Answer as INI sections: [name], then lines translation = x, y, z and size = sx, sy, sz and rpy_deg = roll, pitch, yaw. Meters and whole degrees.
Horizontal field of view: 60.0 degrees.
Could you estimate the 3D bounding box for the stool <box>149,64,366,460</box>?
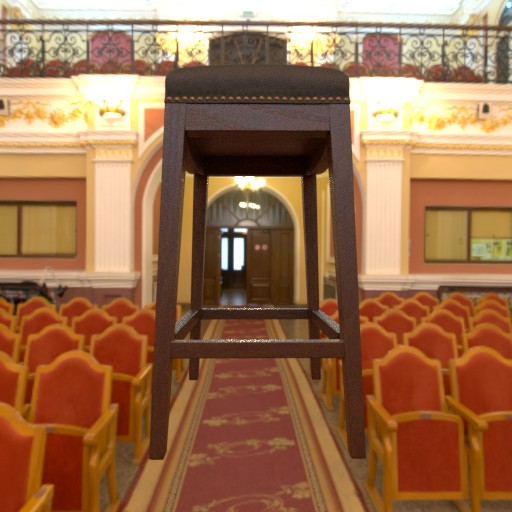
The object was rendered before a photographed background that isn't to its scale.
[stool]
translation = 0.000, 0.000, 0.966
size = 0.353, 0.664, 0.490
rpy_deg = 0, 0, -1
